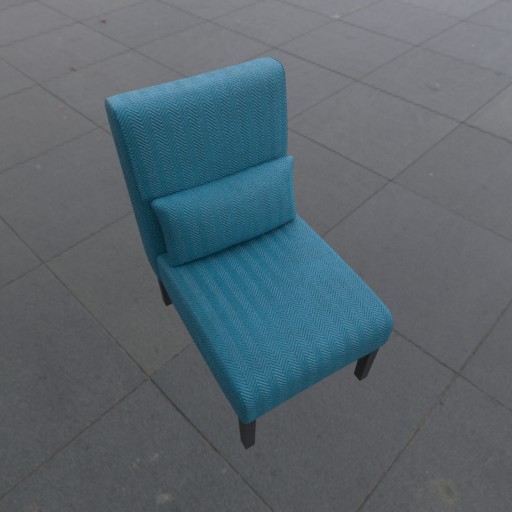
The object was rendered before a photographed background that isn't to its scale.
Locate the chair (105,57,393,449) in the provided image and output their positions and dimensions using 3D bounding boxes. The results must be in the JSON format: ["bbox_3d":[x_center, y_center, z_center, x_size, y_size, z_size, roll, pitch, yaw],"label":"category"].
[{"bbox_3d":[0.000,0.000,1.464,0.579,0.927,0.808,-23,52,-20],"label":"chair"}]
